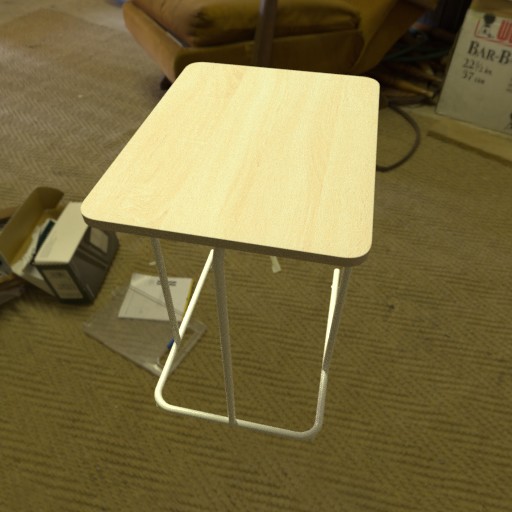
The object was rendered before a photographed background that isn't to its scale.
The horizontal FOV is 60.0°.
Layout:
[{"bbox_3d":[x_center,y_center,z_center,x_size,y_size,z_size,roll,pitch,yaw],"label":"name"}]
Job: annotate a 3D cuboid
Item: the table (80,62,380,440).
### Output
[{"bbox_3d":[0.000,0.000,0.890,0.370,0.550,0.480,9,47,8],"label":"table"}]
